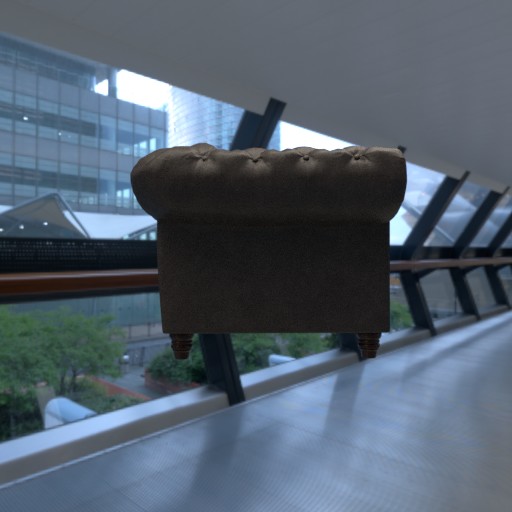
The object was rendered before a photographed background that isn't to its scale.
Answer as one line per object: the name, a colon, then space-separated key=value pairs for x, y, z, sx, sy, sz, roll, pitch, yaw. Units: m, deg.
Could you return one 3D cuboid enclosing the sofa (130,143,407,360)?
sofa: x=0.000 y=0.000 z=2.431 sx=0.944 sy=0.779 sz=2.048 roll=0 pitch=-1 yaw=-2
